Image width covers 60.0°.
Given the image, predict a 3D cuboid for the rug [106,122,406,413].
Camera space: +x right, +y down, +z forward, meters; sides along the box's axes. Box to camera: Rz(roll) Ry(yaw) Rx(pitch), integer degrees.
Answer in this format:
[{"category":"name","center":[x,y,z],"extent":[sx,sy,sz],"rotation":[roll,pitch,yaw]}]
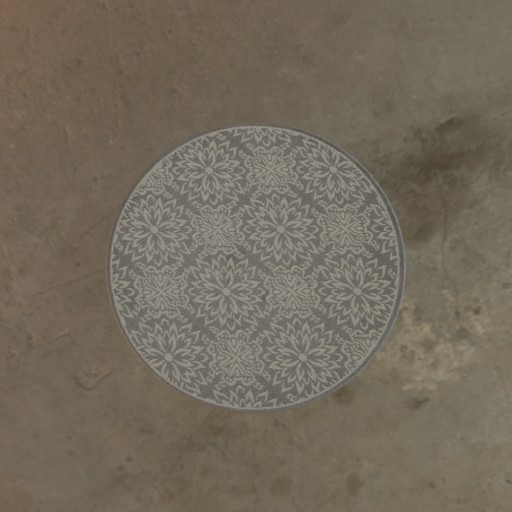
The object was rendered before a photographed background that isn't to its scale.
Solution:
[{"category":"rug","center":[0.000,0.000,2.366],"extent":[1.593,0.012,1.593],"rotation":[0,76,0]}]
